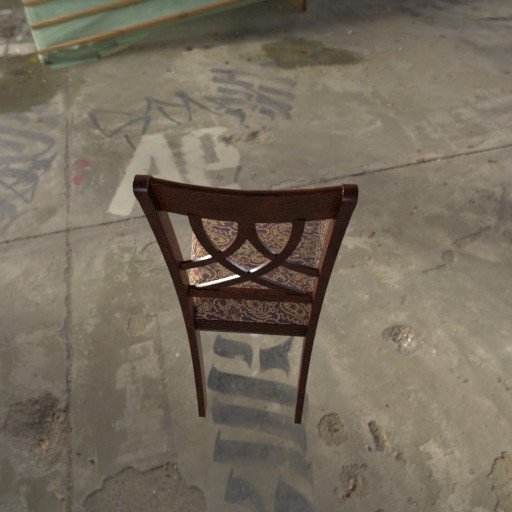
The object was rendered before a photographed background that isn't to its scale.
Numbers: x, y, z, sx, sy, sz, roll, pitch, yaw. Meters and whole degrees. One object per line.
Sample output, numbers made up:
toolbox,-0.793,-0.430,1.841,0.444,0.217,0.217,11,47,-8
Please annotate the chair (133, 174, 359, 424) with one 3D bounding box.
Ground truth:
chair,0.000,0.000,1.299,0.457,0.965,0.584,3,48,3
